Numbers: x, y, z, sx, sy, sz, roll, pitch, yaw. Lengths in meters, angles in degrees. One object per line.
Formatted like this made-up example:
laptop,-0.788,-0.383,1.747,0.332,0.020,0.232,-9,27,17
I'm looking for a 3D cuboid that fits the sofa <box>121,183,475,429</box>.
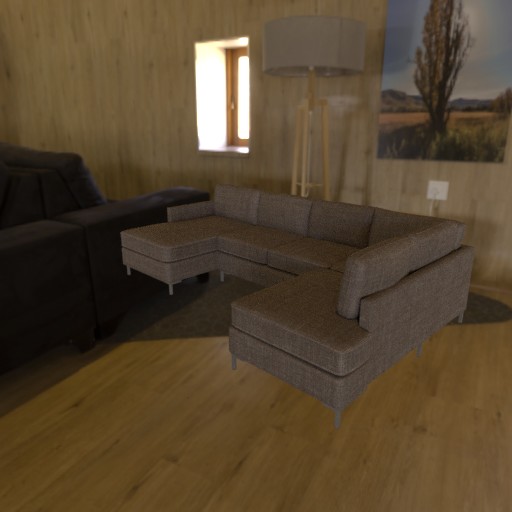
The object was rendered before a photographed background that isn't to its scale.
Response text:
sofa,0.000,0.000,4.345,3.423,0.999,2.048,17,24,42
